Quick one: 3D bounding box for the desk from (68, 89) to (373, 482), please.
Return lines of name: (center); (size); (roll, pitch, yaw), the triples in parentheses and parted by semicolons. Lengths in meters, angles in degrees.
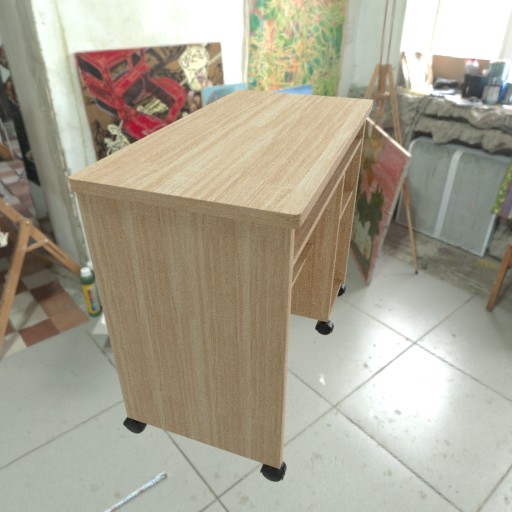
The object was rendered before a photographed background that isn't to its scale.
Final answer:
desk: (0.000, 0.000, 1.344); (0.480, 0.770, 0.884); (11, 33, 17)
